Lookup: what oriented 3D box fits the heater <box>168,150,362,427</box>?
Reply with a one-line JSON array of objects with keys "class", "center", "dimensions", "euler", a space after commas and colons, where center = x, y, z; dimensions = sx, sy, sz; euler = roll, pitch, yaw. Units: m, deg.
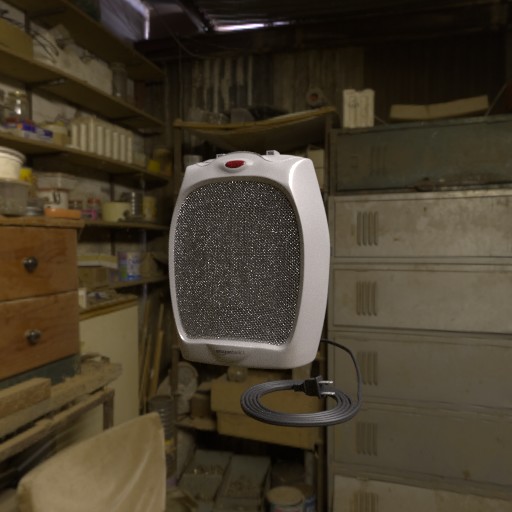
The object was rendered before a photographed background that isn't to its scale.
[{"class": "heater", "center": [0.000, 0.000, 0.474], "dimensions": [0.239, 0.240, 0.291], "euler": [0, 1, 19]}]
